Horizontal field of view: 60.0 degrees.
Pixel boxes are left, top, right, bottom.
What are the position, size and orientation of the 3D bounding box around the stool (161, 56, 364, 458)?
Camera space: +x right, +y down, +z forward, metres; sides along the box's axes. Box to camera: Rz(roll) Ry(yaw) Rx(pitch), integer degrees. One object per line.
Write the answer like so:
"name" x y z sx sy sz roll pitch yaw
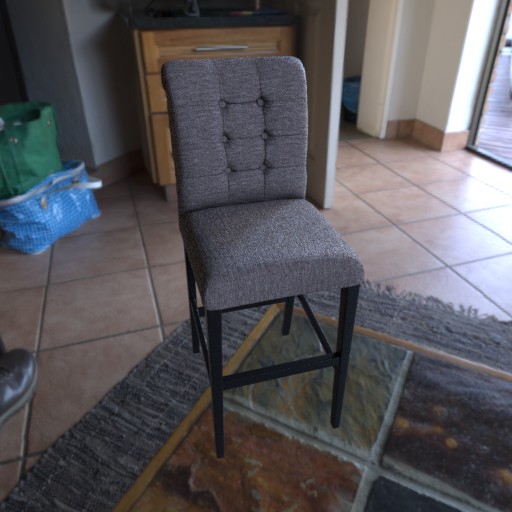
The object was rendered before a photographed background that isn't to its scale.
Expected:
"stool" 0.000 0.000 1.444 0.452 1.131 0.613 -9 32 -14
